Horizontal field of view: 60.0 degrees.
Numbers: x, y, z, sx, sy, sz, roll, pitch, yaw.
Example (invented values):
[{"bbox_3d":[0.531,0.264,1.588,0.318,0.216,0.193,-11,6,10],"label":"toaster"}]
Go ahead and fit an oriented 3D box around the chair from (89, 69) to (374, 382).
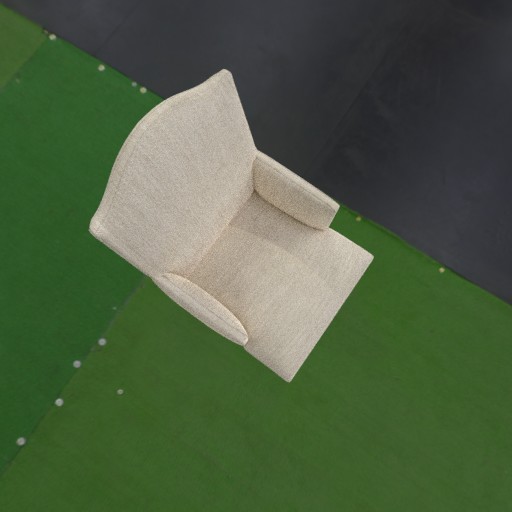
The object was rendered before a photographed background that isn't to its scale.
[{"bbox_3d":[0.000,0.000,1.415,0.641,1.016,0.533,35,79,8],"label":"chair"}]
